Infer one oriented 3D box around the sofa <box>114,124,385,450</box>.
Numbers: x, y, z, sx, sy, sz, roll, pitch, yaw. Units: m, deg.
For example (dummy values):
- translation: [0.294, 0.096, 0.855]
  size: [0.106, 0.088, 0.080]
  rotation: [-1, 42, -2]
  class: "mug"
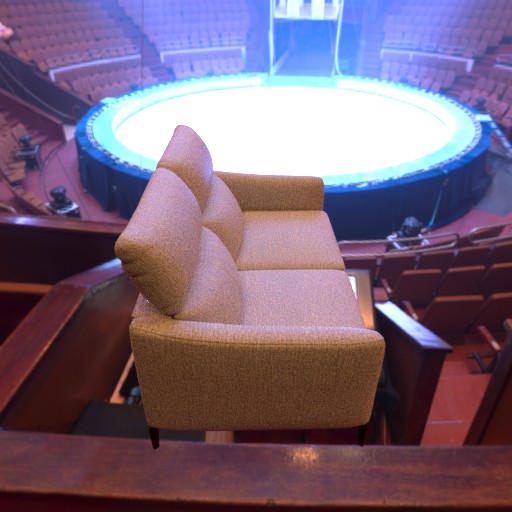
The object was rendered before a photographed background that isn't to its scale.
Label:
- translation: [0.000, 0.000, 2.138]
  size: [0.905, 0.950, 1.540]
  rotation: [0, 32, -1]
  class: "sofa"
